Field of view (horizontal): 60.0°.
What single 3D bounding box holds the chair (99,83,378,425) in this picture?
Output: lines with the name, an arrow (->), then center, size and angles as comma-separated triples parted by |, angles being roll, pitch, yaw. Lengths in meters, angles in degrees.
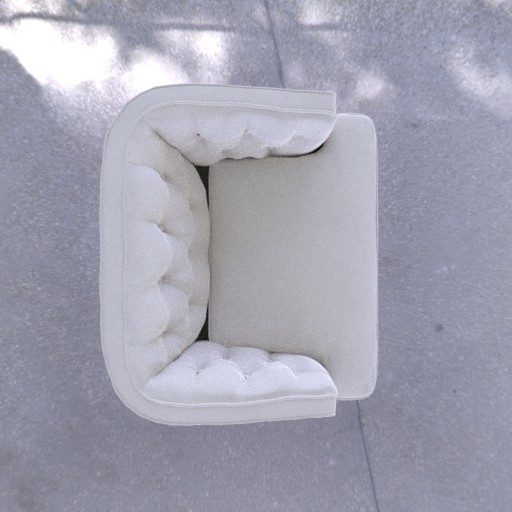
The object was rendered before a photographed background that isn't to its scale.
chair -> 0.000, 0.000, 1.718 | 0.941, 0.852, 1.104 | 0, 90, -1
